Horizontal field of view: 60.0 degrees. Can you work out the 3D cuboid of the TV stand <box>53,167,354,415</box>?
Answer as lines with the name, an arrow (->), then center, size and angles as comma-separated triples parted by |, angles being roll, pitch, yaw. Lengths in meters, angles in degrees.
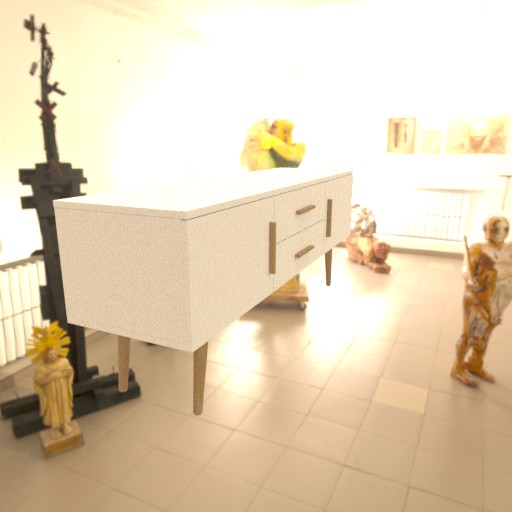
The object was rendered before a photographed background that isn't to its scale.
TV stand -> 0.000, 0.000, 1.652 | 0.401, 0.560, 1.398 | 7, 16, 25
